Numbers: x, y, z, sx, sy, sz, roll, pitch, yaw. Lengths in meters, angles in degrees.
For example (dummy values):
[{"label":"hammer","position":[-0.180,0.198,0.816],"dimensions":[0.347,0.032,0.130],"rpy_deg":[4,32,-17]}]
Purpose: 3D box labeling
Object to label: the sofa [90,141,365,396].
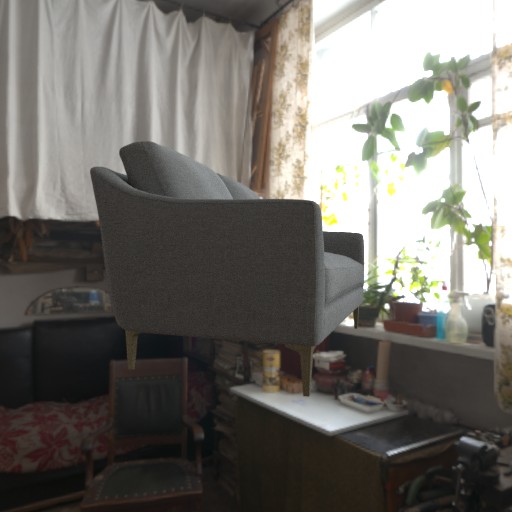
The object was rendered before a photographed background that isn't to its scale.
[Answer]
[{"label":"sofa","position":[0.000,0.000,2.240],"dimensions":[0.960,0.904,1.619],"rpy_deg":[0,-1,18]}]
